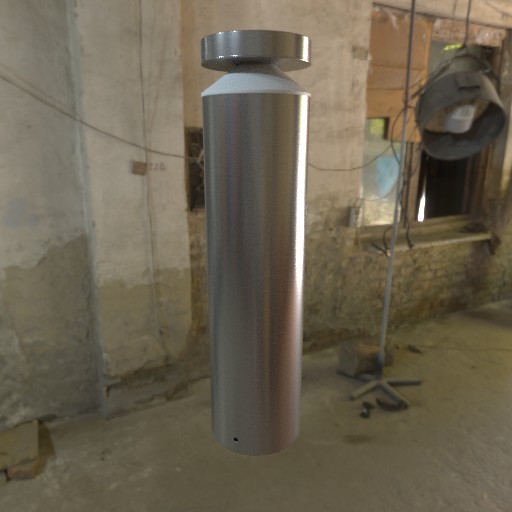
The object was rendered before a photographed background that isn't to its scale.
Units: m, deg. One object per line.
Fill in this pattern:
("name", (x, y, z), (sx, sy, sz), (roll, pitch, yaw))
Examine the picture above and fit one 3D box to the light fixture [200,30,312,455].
("light fixture", (0.000, 0.000, 0.453), (0.102, 0.400, 0.102), (7, 17, 24))
